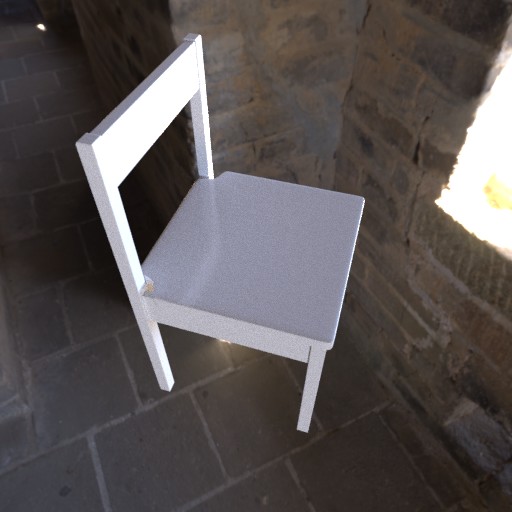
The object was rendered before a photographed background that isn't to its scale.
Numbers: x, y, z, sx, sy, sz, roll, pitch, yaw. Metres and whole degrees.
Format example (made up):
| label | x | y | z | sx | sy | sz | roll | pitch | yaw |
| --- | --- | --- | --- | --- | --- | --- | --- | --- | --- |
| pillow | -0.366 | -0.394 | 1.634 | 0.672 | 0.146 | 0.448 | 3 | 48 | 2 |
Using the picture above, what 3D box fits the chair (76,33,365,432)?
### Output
| label | x | y | z | sx | sy | sz | roll | pitch | yaw |
| --- | --- | --- | --- | --- | --- | --- | --- | --- | --- |
| chair | 0.000 | 0.000 | 0.869 | 0.361 | 0.668 | 0.367 | 13 | 49 | 11 |
